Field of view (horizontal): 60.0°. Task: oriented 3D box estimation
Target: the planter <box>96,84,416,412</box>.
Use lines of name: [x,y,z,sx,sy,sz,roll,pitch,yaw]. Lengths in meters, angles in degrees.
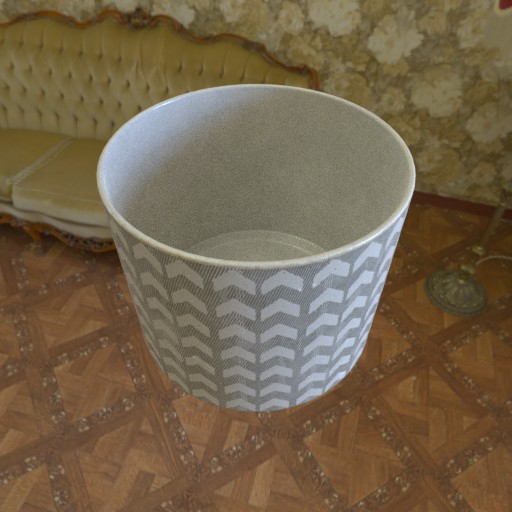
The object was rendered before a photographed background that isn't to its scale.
planter: [0.000,0.000,0.442,0.250,0.239,0.250,0,46,0]
